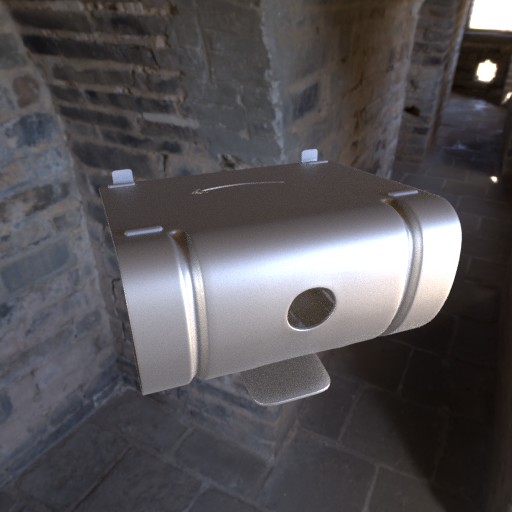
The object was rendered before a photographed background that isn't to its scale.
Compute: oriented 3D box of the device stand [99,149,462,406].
[{"bbox_3d":[0.000,0.000,0.409,0.256,0.155,0.236,-10,32,-16],"label":"device stand"}]
